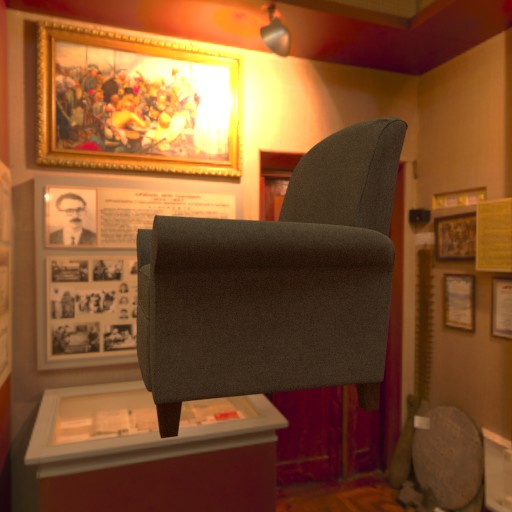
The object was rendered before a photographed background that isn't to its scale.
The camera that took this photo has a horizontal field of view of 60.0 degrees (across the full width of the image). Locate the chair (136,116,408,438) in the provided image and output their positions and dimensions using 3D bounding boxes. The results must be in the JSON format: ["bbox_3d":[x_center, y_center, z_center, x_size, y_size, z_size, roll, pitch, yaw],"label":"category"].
[{"bbox_3d":[0.000,0.000,1.760,0.905,1.061,0.978,0,1,-18],"label":"chair"}]
